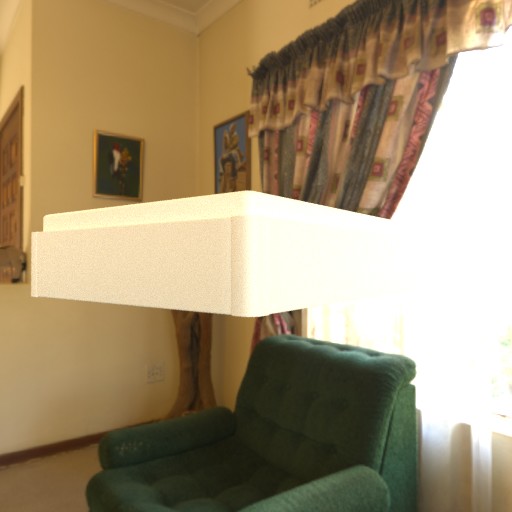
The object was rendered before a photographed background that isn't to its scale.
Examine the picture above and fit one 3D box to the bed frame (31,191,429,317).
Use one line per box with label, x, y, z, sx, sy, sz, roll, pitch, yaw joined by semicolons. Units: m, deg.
bed frame;0.000;0.000;2.535;1.400;0.406;1.900;-1;-1;37
